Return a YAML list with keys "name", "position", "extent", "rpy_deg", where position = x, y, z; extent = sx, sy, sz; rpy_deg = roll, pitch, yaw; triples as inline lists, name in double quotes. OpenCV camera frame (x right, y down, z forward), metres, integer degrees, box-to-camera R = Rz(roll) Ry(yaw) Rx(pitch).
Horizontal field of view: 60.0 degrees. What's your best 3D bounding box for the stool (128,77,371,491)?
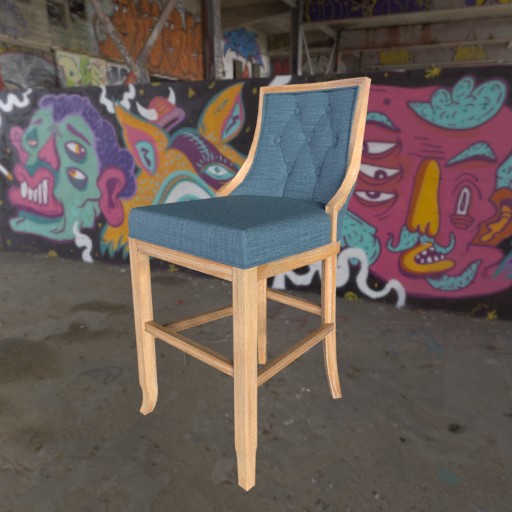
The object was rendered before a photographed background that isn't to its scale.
- name: "stool"
  position: [0.000, 0.000, 1.445]
  extent: [0.524, 1.101, 0.626]
  rpy_deg: [14, 21, 41]
